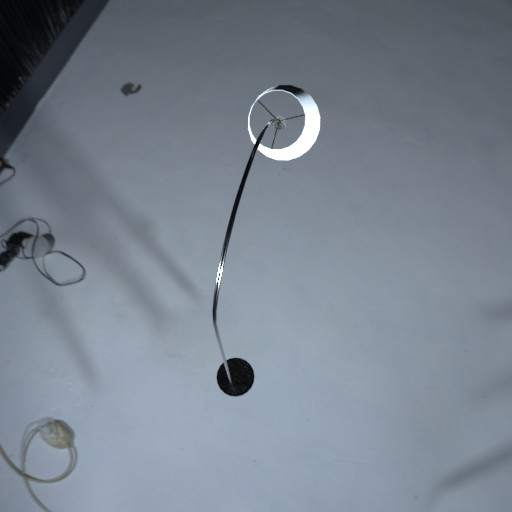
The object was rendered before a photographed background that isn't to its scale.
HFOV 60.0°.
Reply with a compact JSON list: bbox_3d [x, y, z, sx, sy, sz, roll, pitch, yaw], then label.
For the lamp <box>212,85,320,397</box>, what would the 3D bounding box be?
[{"bbox_3d":[0.000,0.000,2.754,0.406,2.098,1.445,14,65,7],"label":"lamp"}]
